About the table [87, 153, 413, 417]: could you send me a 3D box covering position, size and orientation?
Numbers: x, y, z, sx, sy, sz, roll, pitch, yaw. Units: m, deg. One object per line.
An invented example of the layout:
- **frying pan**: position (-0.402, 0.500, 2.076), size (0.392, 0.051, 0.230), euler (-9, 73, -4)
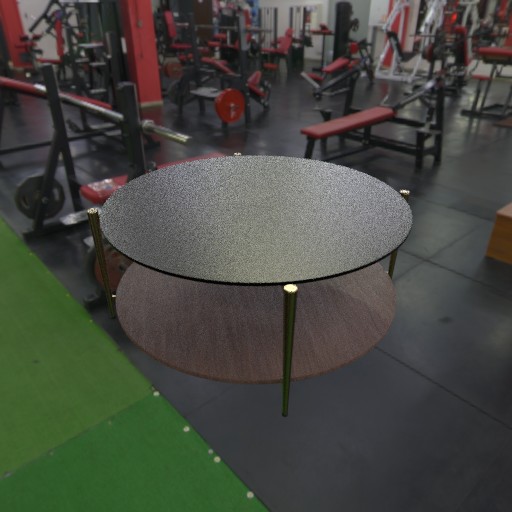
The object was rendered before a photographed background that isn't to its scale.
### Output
- **table**: position (0.000, 0.000, 1.486), size (0.938, 0.400, 0.938), euler (-22, 36, -33)
